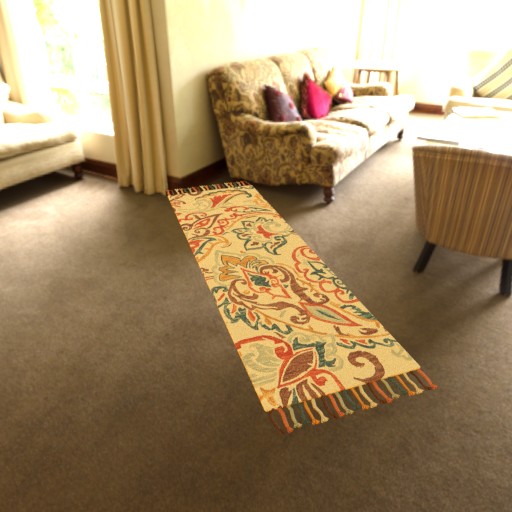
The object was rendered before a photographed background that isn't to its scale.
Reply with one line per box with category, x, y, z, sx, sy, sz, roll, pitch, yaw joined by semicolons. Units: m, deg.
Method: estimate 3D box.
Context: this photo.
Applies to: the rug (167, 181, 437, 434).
rug;0.000;0.000;2.925;0.763;0.015;2.682;-10;32;-16
